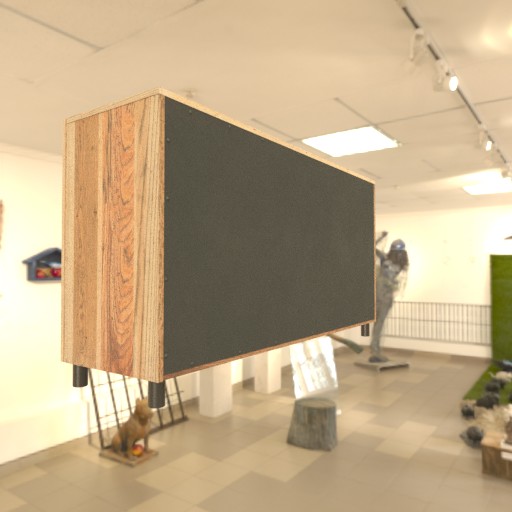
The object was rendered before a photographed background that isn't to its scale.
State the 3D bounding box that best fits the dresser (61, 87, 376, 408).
[{"bbox_3d":[0.000,0.000,1.902,0.487,0.834,1.547,-1,-2,35],"label":"dresser"}]
